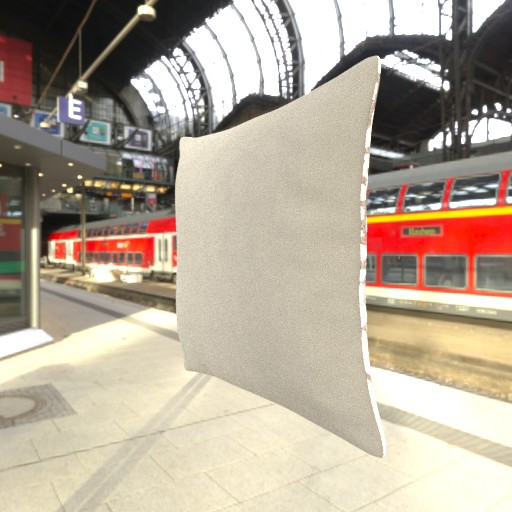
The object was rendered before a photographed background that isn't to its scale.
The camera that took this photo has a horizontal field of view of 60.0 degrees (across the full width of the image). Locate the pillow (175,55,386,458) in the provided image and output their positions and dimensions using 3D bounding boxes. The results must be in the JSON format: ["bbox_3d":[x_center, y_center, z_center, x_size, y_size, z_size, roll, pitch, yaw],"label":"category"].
[{"bbox_3d":[0.000,0.000,0.762,0.166,0.507,0.526,-1,1,-37],"label":"pillow"}]
